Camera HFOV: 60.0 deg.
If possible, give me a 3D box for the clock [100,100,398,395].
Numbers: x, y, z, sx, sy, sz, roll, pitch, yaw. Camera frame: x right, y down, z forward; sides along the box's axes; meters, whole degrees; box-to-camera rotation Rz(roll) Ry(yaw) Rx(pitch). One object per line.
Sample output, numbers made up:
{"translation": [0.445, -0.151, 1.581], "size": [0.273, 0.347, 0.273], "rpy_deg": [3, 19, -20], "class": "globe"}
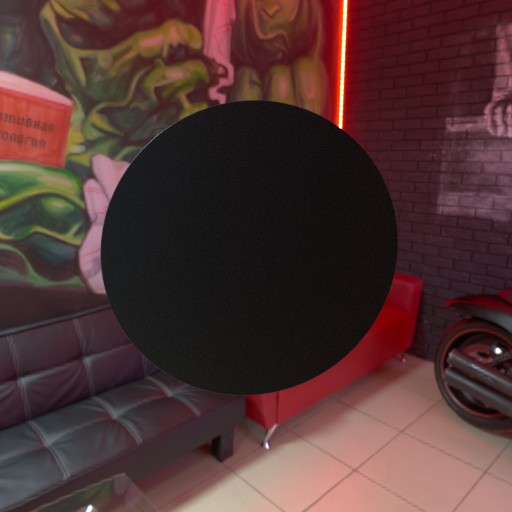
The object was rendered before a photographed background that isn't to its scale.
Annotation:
{"translation": [0.000, 0.000, 0.686], "size": [0.454, 0.454, 0.038], "rpy_deg": [-2, 13, -10], "class": "clock"}
